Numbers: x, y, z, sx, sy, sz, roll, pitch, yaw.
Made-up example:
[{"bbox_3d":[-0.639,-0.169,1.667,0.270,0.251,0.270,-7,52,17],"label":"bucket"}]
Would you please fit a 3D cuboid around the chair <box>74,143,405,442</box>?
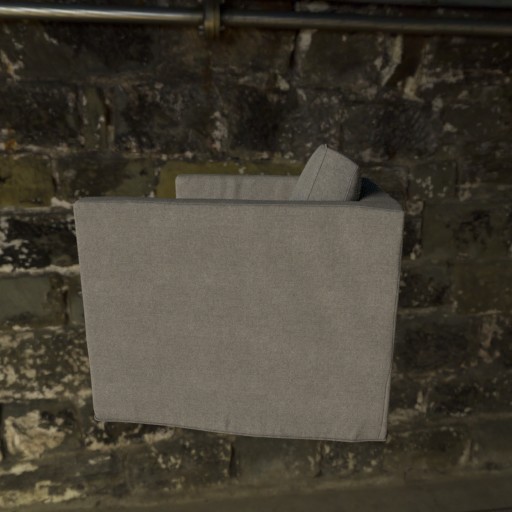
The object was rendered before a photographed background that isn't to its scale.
[{"bbox_3d":[0.000,0.000,1.748,0.949,0.863,1.057,2,15,8],"label":"chair"}]
